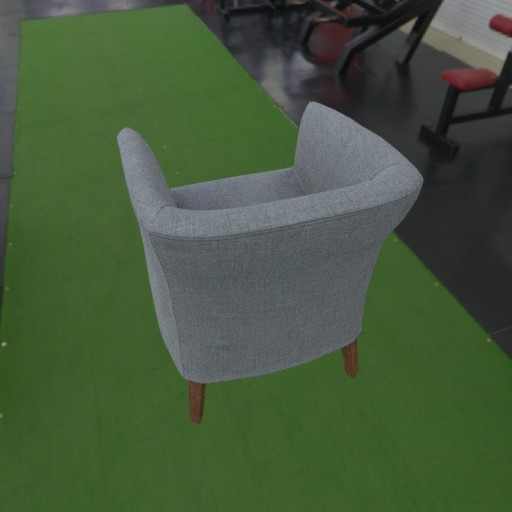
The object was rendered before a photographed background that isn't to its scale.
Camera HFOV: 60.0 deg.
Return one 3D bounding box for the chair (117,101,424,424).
[{"bbox_3d":[0.000,0.000,1.232,0.600,0.771,0.668,-12,44,-13],"label":"chair"}]
